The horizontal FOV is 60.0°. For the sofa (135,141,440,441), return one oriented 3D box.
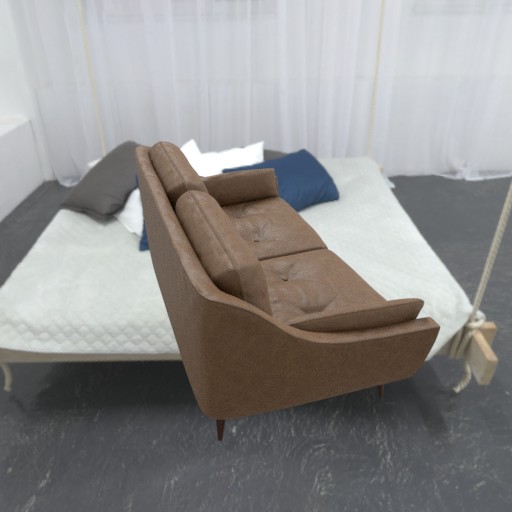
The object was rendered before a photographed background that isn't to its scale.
[{"bbox_3d":[0.000,0.000,2.322,0.981,0.886,1.731,-11,33,-17],"label":"sofa"}]
